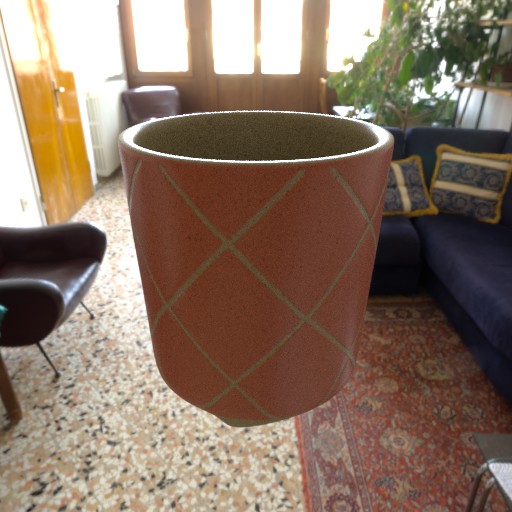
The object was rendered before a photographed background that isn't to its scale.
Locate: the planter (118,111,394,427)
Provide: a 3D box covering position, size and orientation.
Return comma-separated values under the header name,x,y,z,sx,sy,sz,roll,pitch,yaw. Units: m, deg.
name,x,y,z,sx,sy,sz,roll,pitch,yaw
planter,0.000,0.000,0.360,0.191,0.200,0.191,0,26,0
